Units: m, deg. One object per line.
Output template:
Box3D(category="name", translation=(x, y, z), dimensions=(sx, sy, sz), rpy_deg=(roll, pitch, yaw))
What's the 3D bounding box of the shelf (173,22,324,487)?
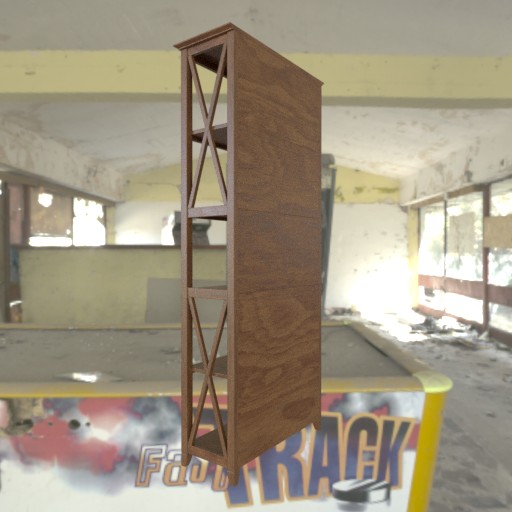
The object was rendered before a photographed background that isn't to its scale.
Box3D(category="shelf", translation=(0.000, 0.000, 2.226), dimensions=(0.335, 1.905, 0.805), rpy_deg=(0, 0, 37))
